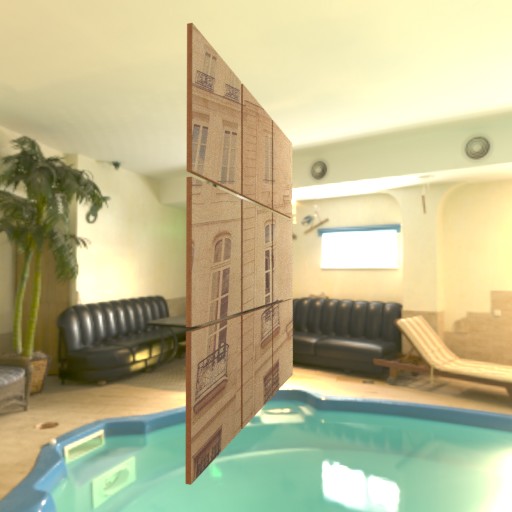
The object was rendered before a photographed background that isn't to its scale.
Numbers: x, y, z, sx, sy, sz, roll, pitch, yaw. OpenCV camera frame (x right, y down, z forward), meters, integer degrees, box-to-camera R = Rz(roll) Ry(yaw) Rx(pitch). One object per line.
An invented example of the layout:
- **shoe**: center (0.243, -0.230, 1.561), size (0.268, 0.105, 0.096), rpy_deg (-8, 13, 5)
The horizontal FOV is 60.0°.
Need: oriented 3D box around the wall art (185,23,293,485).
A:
- **wall art**: center (0.000, 0.000, 1.314), size (0.018, 0.913, 0.915), rpy_deg (0, -1, 17)
